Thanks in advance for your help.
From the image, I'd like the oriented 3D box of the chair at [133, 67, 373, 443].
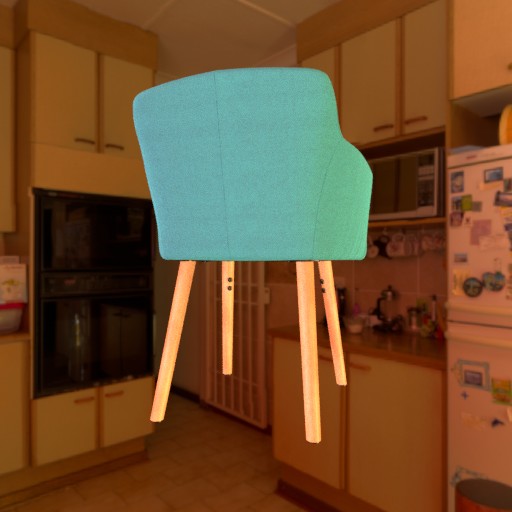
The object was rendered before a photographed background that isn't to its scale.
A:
[{"bbox_3d":[0.000,0.000,1.170,0.570,0.780,0.540,0,0,19],"label":"chair"}]
